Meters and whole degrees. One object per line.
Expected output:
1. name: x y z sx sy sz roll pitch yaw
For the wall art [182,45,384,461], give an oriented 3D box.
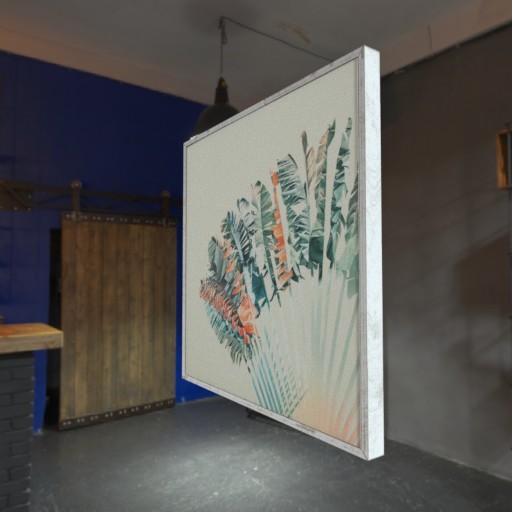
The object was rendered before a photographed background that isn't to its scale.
1. wall art: 0.000 0.000 0.755 0.029 0.506 0.508 2 -3 -35
